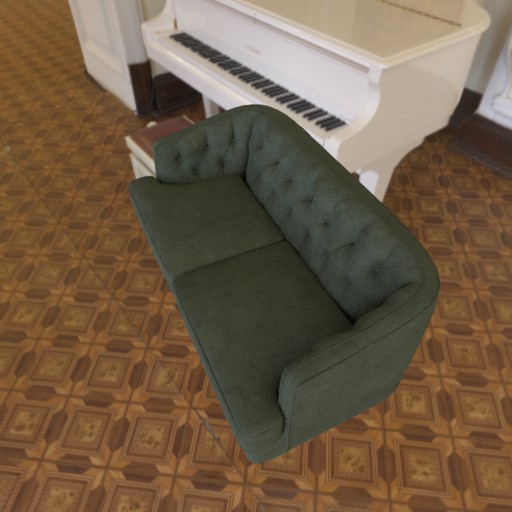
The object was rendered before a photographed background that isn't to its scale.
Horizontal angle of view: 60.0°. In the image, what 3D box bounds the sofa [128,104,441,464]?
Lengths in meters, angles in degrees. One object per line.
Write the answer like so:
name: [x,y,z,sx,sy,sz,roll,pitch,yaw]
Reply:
sofa: [0.000,0.000,2.293,0.941,0.855,1.733,-19,49,-17]
